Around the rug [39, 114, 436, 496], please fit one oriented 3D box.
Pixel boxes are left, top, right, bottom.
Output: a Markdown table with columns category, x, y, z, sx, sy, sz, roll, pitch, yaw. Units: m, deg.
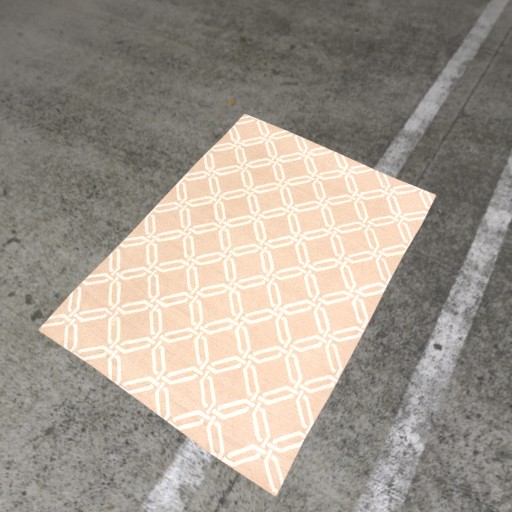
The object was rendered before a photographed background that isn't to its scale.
| category | x | y | z | sx | sy | sz | roll | pitch | yaw |
| --- | --- | --- | --- | --- | --- | --- | --- | --- | --- |
| rug | 0.000 | 0.000 | 4.300 | 2.452 | 0.020 | 3.365 | 28 | 62 | 17 |
